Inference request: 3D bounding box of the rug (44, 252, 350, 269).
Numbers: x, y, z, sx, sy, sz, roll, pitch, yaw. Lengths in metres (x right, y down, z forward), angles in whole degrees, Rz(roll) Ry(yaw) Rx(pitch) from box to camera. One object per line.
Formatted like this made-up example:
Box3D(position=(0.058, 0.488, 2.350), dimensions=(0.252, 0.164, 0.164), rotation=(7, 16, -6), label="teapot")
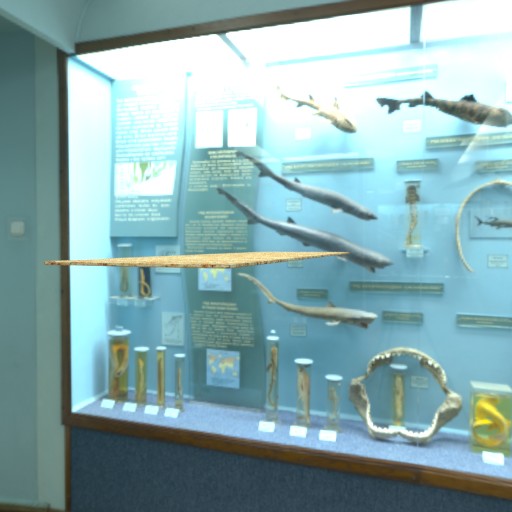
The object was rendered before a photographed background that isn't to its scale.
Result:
Box3D(position=(0.000, 0.000, 2.406), dimensions=(0.680, 0.014, 2.237), rotation=(1, 2, 20), label="rug")
